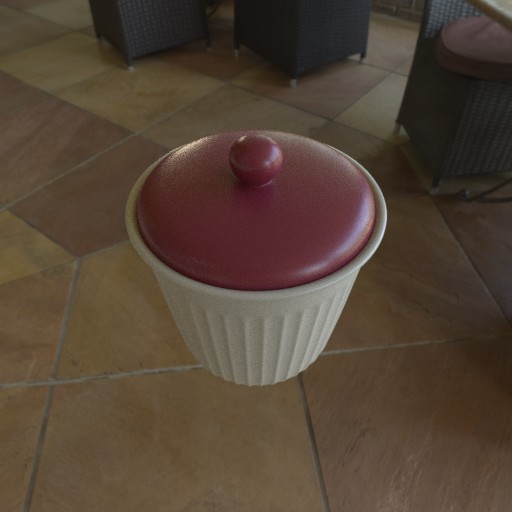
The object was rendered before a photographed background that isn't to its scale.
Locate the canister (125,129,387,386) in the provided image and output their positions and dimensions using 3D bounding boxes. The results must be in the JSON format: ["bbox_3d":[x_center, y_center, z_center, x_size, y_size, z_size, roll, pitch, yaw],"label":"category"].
[{"bbox_3d":[0.000,0.000,0.354,0.181,0.211,0.181,0,46,0],"label":"canister"}]
